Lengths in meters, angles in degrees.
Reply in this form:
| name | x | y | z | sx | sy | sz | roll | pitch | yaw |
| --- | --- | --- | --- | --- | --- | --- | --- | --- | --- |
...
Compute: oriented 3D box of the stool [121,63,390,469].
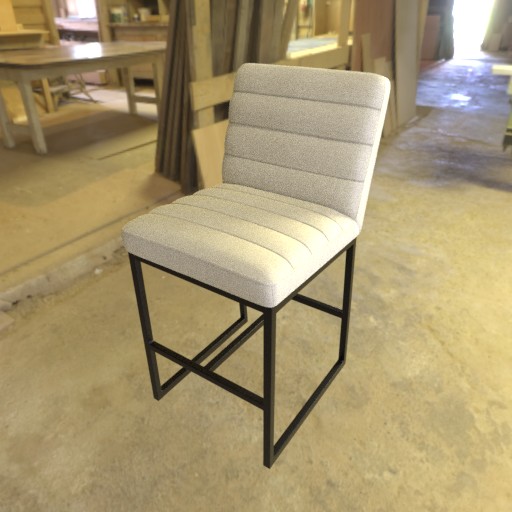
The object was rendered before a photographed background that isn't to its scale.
| name | x | y | z | sx | sy | sz | roll | pitch | yaw |
| --- | --- | --- | --- | --- | --- | --- | --- | --- | --- |
| stool | 0.000 | 0.000 | 1.248 | 0.460 | 0.940 | 0.560 | 19 | 35 | 29 |
